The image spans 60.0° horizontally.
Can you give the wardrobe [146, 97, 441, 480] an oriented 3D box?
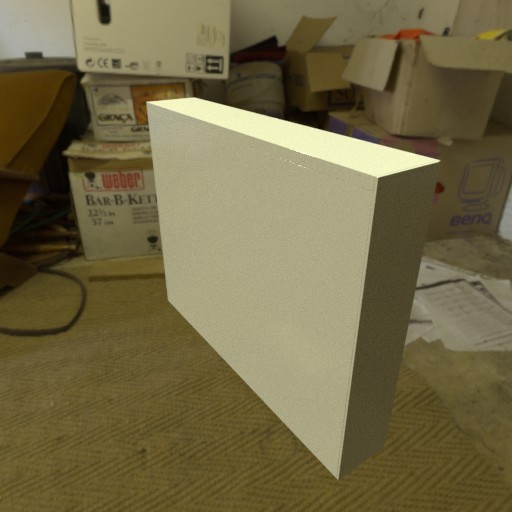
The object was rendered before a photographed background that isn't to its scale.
[{"bbox_3d":[0.000,0.000,4.032,0.580,2.360,3.000,-18,33,-30],"label":"wardrobe"}]
